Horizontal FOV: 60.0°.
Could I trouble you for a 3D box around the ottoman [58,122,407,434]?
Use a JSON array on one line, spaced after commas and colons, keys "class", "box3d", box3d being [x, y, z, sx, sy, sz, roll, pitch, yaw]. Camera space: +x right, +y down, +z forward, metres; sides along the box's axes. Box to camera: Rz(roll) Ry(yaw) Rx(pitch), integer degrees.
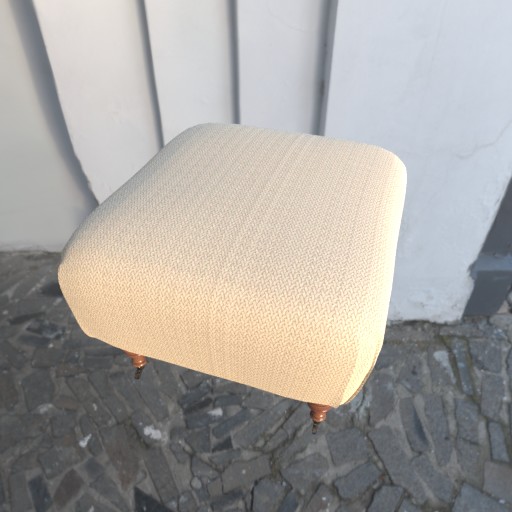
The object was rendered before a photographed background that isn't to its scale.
[{"class": "ottoman", "box3d": [0.000, 0.000, 1.072, 0.622, 0.447, 0.684, 12, 42, 14]}]
